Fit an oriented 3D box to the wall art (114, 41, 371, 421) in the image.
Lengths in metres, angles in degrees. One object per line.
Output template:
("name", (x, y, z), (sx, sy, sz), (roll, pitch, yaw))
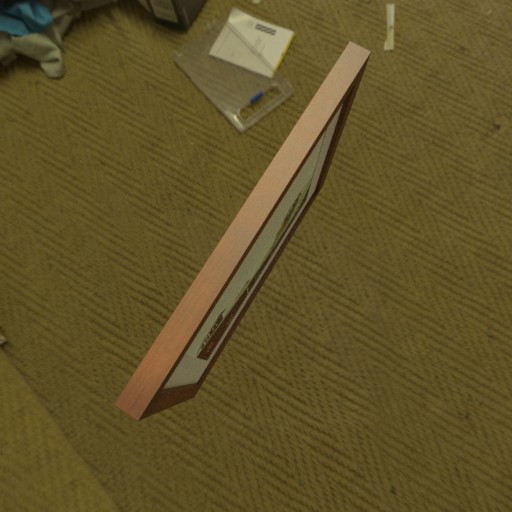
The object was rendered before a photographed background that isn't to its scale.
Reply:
("wall art", (0.000, 0.000, 0.771), (0.033, 0.457, 0.558), (30, 77, 7))
